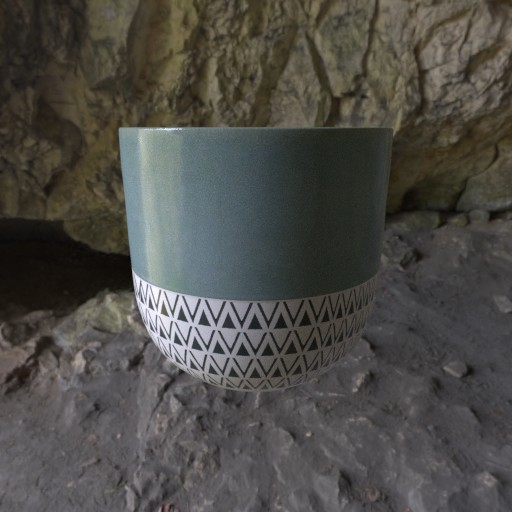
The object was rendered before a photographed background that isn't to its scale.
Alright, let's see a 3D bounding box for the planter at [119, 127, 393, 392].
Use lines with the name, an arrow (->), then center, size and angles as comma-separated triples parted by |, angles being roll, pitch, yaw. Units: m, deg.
planter -> 0.000, 0.000, 0.484 | 0.266, 0.270, 0.266 | 0, 16, 0
